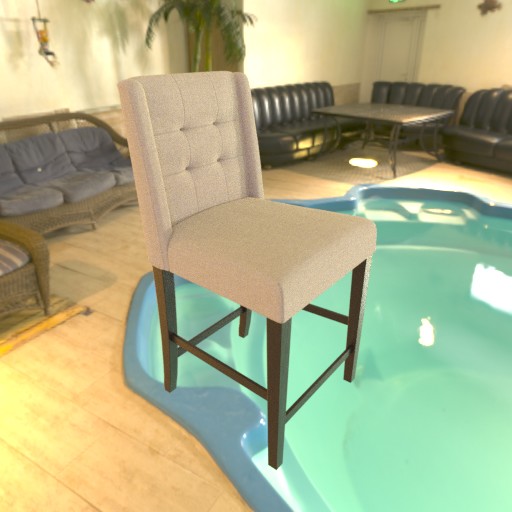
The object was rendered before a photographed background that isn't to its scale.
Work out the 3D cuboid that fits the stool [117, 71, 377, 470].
[{"bbox_3d":[0.000,0.000,1.249,0.509,0.939,0.474,18,31,34],"label":"stool"}]
